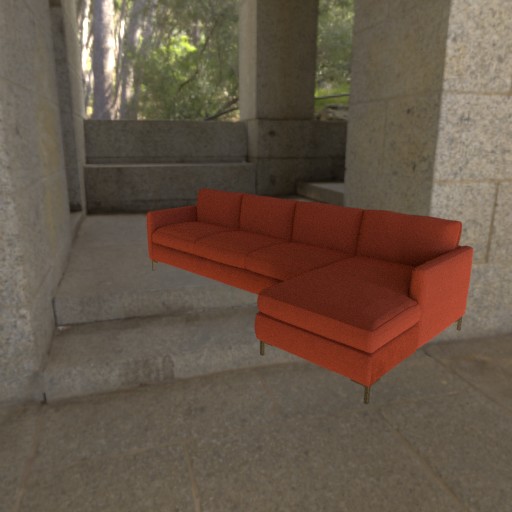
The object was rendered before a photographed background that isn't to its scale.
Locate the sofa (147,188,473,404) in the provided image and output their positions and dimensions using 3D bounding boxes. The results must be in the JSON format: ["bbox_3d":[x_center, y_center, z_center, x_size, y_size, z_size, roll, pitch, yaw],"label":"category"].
[{"bbox_3d":[0.000,0.000,3.586,2.932,0.810,1.350,14,21,43],"label":"sofa"}]
